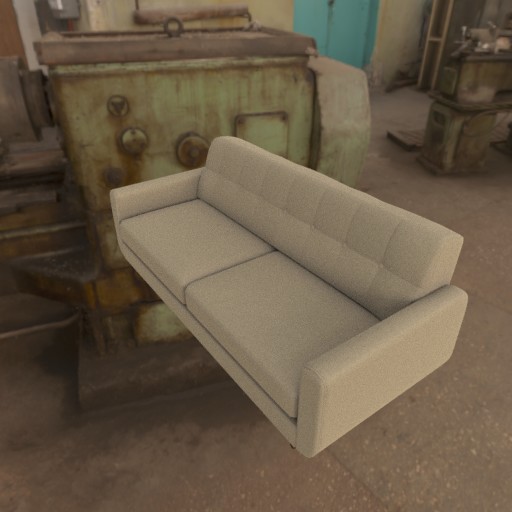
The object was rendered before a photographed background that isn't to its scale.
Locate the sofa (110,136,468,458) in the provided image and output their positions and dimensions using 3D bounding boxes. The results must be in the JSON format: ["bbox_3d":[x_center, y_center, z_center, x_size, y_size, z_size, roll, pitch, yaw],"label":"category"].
[{"bbox_3d":[0.000,0.000,2.619,0.980,0.892,2.137,-21,37,-30],"label":"sofa"}]
